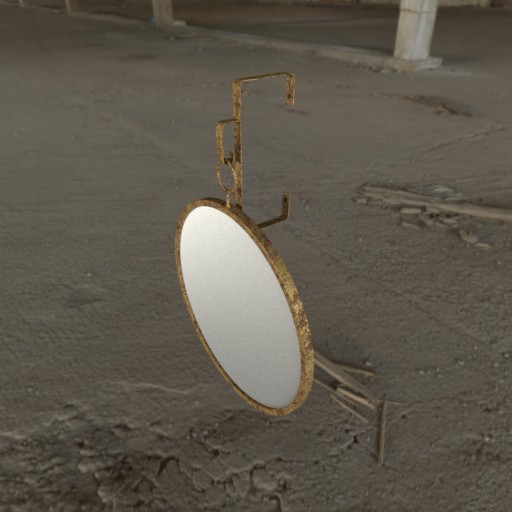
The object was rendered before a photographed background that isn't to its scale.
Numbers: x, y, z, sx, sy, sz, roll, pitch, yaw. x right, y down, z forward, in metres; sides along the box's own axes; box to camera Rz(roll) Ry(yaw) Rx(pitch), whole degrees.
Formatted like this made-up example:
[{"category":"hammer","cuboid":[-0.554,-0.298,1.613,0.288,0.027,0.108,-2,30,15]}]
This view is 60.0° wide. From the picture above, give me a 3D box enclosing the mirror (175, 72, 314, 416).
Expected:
[{"category":"mirror","cuboid":[0.000,0.000,0.856,0.144,0.651,0.447,-22,38,-31]}]
